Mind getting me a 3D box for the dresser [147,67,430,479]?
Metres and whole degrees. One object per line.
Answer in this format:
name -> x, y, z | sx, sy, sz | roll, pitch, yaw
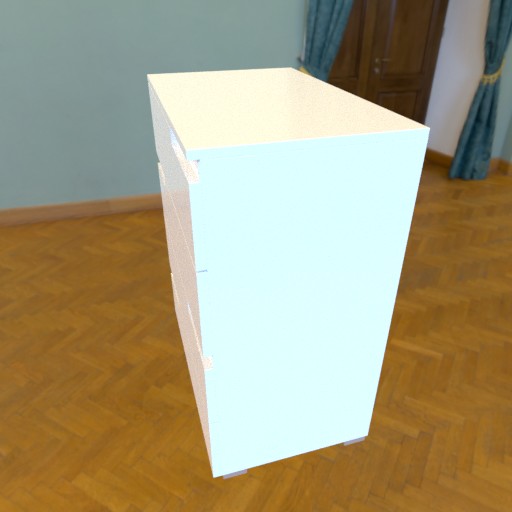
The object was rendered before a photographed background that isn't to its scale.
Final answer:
dresser -> 0.000, 0.000, 1.148 | 0.400, 0.800, 0.650 | -9, 33, -14
